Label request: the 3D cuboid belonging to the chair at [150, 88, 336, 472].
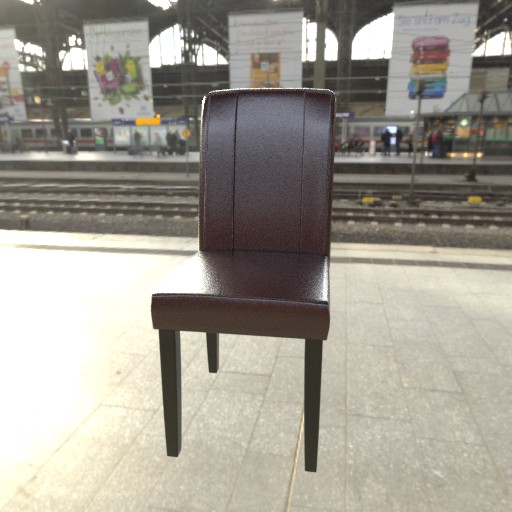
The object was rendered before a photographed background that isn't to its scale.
[{"bbox_3d":[0.000,0.000,1.191,0.399,0.897,0.556,2,15,8],"label":"chair"}]
